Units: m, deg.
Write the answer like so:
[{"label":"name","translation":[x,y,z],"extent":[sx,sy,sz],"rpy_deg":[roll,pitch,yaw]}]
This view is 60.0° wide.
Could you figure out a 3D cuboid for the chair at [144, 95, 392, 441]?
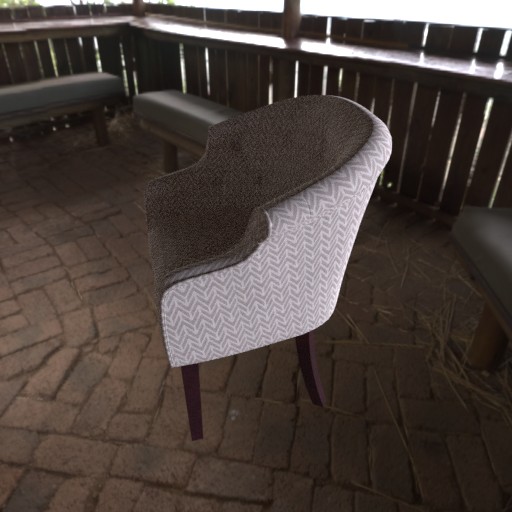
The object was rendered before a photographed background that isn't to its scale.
[{"label":"chair","translation":[0.000,0.000,1.322],"extent":[0.613,0.858,0.686],"rpy_deg":[-8,33,-13]}]
